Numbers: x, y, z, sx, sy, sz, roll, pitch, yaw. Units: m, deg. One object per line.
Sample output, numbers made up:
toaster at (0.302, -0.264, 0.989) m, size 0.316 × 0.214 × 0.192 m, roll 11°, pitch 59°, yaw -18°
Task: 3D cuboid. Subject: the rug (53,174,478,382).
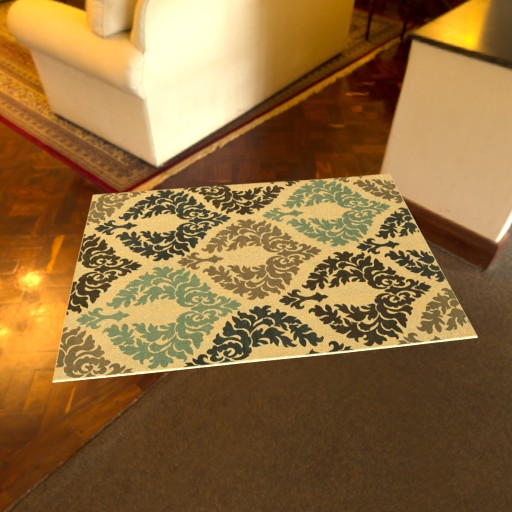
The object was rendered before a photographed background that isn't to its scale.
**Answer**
rug at (0.000, 0.000, 2.854) m, size 2.275 × 0.014 × 1.514 m, roll -5°, pitch 47°, yaw -5°
